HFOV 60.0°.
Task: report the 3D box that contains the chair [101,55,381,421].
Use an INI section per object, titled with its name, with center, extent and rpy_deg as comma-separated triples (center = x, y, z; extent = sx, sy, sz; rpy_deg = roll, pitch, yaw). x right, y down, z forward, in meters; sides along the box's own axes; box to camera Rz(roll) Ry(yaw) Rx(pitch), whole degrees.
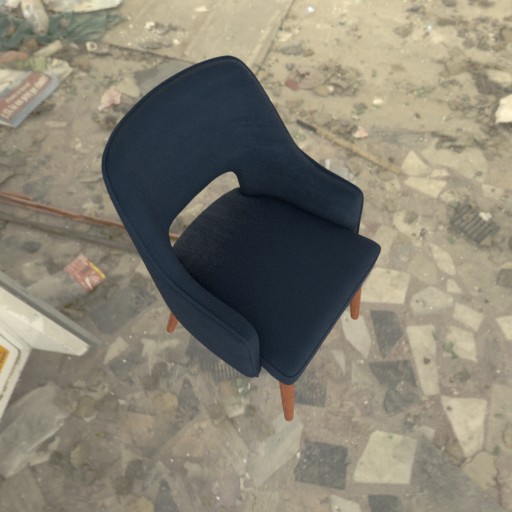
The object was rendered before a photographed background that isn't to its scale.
[chair]
center = 0.000, 0.000, 1.224
extent = 0.591, 0.844, 0.559
rpy_deg = 31, 63, 18
